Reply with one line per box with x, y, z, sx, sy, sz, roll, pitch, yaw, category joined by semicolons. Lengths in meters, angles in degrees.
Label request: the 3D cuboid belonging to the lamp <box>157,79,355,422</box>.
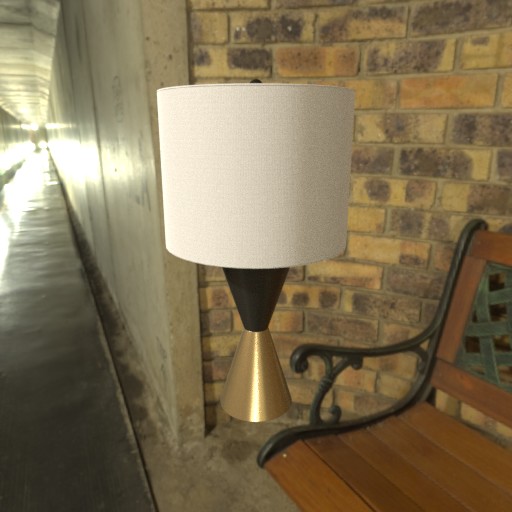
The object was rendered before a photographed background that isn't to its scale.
0.000;0.000;0.769;0.304;0.573;0.304;8;18;26;lamp
